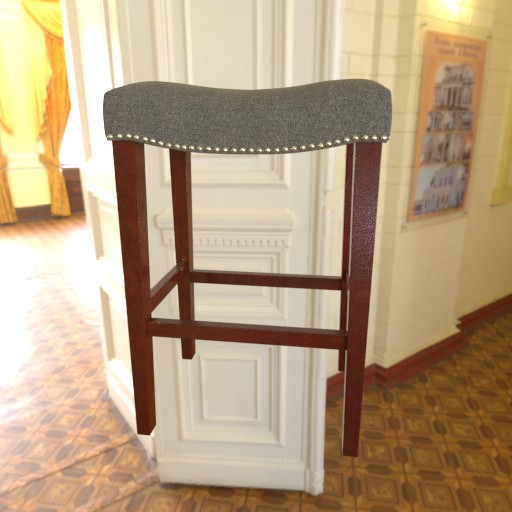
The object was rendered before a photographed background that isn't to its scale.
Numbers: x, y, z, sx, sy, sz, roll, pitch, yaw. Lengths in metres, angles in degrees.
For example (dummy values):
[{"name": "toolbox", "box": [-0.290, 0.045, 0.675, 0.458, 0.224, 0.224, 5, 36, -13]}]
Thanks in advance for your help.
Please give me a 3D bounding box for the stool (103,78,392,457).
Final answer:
[{"name": "stool", "box": [0.000, 0.000, 1.011, 0.504, 0.742, 0.372, 3, 17, 8]}]
